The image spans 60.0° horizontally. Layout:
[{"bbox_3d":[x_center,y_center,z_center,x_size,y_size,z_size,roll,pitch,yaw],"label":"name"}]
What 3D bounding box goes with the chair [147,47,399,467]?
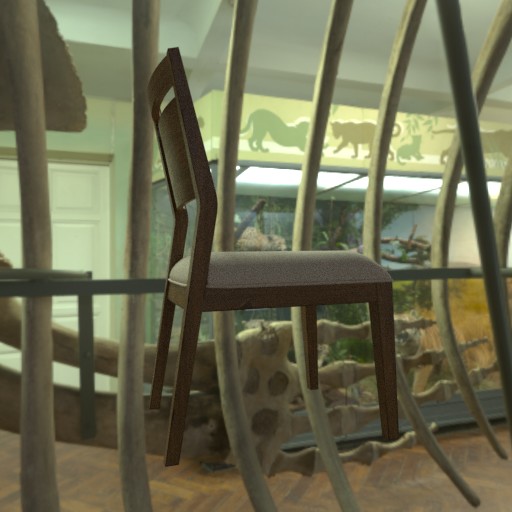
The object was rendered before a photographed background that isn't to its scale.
[{"bbox_3d":[0.000,0.000,1.277,0.610,0.939,0.497,0,-1,-18],"label":"chair"}]
